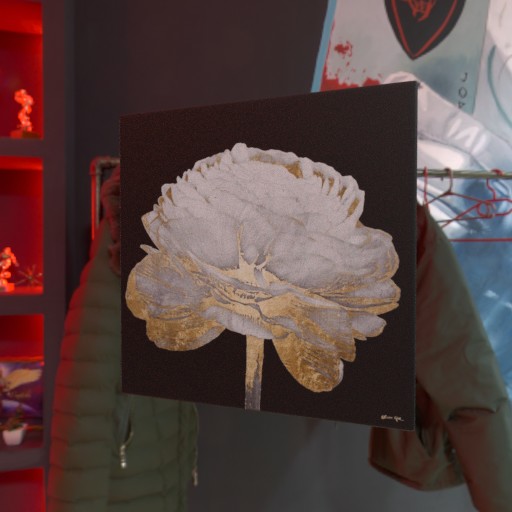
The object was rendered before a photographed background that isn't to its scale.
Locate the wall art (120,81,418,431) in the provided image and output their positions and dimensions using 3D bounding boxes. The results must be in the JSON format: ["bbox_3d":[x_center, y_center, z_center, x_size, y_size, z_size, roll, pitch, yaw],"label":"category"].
[{"bbox_3d":[0.000,0.000,0.597,0.406,0.407,0.041,0,1,19],"label":"wall art"}]
